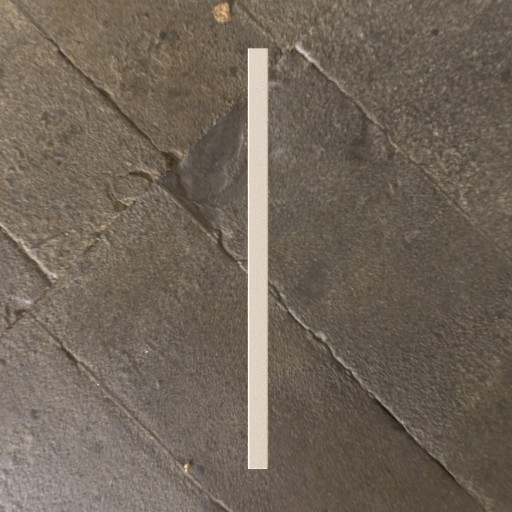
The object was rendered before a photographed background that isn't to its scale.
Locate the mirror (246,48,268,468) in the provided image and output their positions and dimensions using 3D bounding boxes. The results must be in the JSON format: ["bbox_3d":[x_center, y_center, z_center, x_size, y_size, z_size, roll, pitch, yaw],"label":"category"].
[{"bbox_3d":[0.000,0.000,1.311,0.040,1.016,0.762,0,91,0],"label":"mirror"}]
